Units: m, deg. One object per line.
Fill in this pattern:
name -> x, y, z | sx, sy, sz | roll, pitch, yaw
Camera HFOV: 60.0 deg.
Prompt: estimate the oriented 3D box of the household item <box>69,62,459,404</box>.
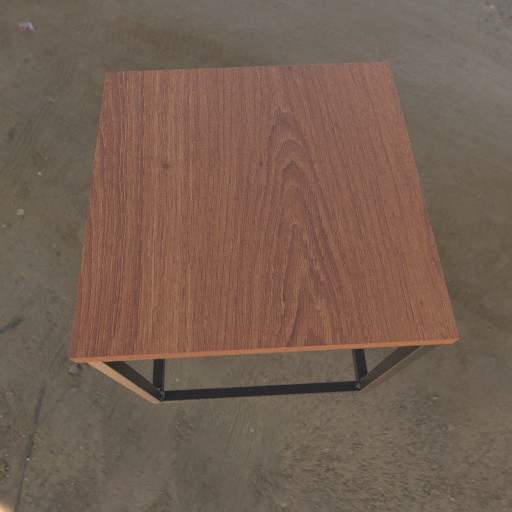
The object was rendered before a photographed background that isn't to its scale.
household item -> 0.000, 0.000, 0.719 | 0.400, 0.400, 0.400 | -3, 65, -1
